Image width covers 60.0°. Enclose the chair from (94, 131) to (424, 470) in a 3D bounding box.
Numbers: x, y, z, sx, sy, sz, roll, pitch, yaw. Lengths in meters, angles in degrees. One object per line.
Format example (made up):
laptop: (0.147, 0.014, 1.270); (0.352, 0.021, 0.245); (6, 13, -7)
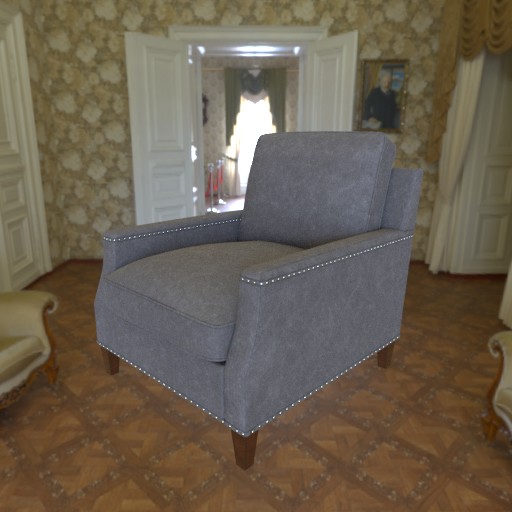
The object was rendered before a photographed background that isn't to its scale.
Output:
chair: (0.000, 0.000, 1.726); (0.853, 0.948, 1.014); (13, 20, 42)
